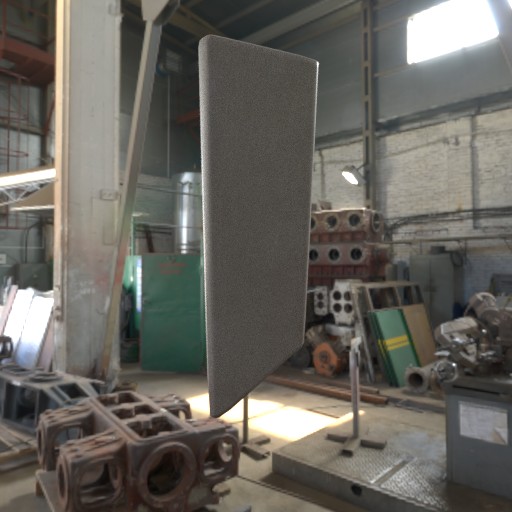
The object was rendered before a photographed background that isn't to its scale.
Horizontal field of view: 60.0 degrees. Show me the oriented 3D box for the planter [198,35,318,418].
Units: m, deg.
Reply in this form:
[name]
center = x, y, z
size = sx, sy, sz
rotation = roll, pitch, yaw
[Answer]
[planter]
center = 0.000, 0.000, 0.274
size = 0.060, 0.197, 0.150
rotation = 0, -2, -2
